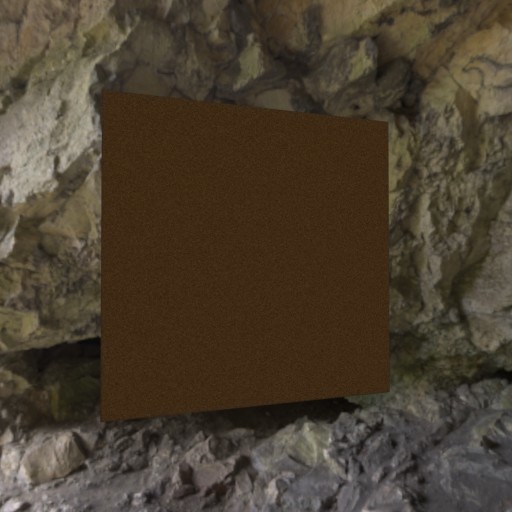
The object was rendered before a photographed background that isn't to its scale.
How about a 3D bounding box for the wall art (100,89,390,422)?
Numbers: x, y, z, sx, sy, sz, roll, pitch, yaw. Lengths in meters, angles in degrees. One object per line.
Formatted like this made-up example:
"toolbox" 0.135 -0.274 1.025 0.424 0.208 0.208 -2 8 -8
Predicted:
"wall art" 0.000 0.000 0.615 0.406 0.403 0.039 0 -1 -18
